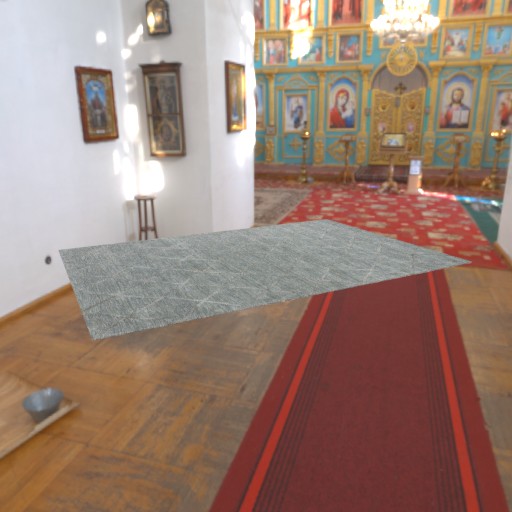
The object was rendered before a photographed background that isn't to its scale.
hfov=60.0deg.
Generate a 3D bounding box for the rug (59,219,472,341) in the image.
[{"bbox_3d":[0.000,0.000,2.929,2.283,0.006,1.521,-8,18,-27],"label":"rug"}]
